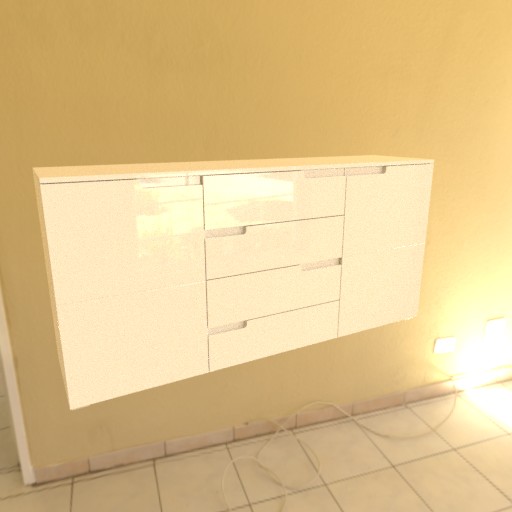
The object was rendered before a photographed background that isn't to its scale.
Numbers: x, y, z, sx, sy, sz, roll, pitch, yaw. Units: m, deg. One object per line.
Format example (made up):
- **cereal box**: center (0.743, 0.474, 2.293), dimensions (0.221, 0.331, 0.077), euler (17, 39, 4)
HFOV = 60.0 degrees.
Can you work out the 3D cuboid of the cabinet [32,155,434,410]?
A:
- **cabinet**: center (0.000, 0.000, 1.945), dimensions (1.650, 0.800, 0.400), euler (-9, 18, -27)
